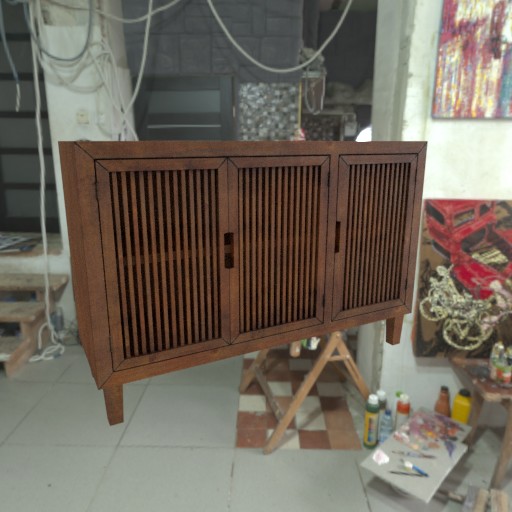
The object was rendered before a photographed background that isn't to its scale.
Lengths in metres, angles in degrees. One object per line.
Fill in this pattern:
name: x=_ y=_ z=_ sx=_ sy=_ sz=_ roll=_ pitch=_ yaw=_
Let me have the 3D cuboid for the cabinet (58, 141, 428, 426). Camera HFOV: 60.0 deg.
cabinet: x=0.000 y=0.000 z=1.605 sx=1.204 sy=0.805 sz=0.403 roll=-8 pitch=16 yaw=-27
